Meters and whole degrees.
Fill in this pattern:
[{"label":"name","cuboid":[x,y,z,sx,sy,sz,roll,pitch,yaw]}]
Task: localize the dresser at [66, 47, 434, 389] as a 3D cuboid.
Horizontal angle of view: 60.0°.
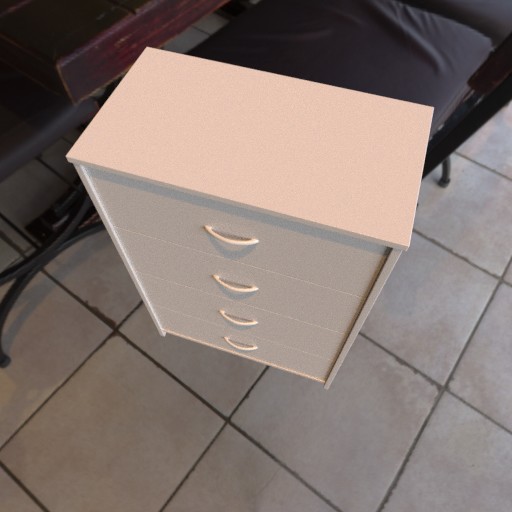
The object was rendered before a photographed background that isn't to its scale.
[{"label":"dresser","cuboid":[0.000,0.000,1.384,0.704,1.021,0.401,16,60,9]}]
